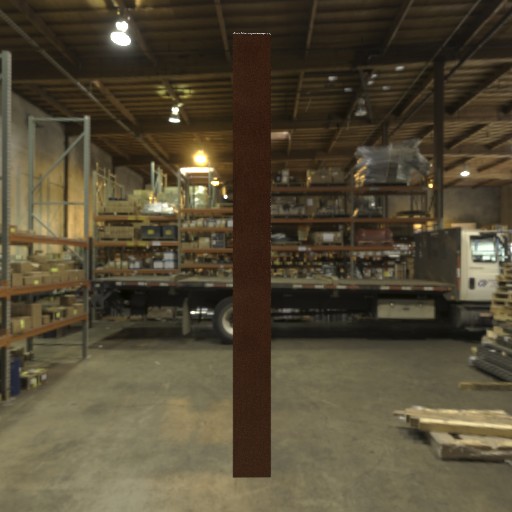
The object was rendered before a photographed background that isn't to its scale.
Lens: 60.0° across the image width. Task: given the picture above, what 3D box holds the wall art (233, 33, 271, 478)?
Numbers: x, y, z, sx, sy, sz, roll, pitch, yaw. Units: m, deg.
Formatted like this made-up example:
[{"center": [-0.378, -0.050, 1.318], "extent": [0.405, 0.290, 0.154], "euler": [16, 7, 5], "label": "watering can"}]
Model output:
[{"center": [0.000, 0.000, 0.602], "extent": [0.035, 0.403, 0.403], "euler": [0, 0, 1], "label": "wall art"}]
